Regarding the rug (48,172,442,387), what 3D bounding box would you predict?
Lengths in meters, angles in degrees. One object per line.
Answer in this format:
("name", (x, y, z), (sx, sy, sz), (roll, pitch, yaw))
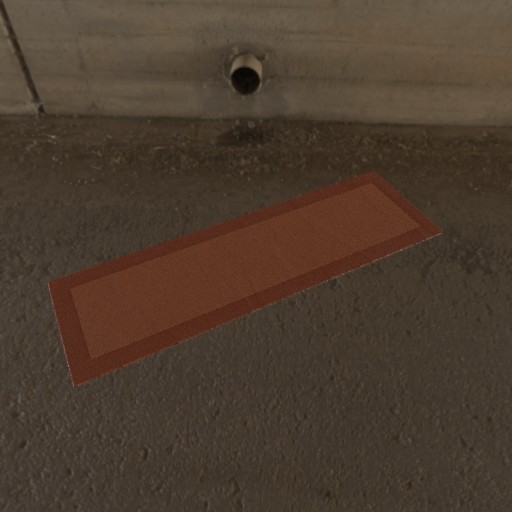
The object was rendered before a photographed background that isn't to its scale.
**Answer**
("rug", (0.000, 0.000, 2.808), (2.471, 0.013, 0.914), (-24, 51, -20))
